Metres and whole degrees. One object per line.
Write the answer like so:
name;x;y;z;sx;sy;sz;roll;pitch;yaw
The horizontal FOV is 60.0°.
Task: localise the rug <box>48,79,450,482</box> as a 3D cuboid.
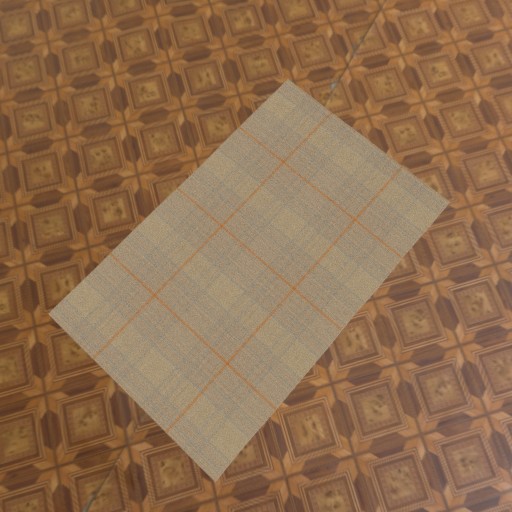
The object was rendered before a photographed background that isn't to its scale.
rug;0.000;0.000;3.054;1.527;0.016;2.442;41;79;10
